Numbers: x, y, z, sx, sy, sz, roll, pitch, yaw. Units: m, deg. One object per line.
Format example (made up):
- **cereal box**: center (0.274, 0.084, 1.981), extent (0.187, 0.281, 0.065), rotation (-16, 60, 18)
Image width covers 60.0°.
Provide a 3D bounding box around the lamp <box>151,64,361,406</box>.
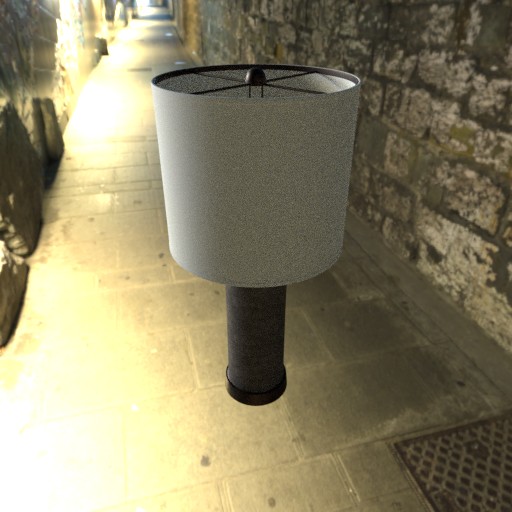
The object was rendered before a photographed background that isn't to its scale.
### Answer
- **lamp**: center (0.000, 0.000, 0.798), extent (0.301, 0.630, 0.301), rotation (-1, 31, -1)
